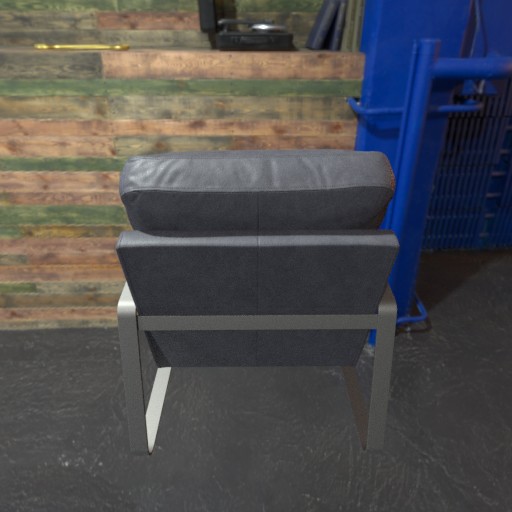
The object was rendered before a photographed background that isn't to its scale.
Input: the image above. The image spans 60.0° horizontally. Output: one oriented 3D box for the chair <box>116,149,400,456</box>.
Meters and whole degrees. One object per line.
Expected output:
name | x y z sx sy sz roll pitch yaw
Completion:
chair | 0.000 0.000 1.421 0.692 0.839 0.878 0 29 -1
